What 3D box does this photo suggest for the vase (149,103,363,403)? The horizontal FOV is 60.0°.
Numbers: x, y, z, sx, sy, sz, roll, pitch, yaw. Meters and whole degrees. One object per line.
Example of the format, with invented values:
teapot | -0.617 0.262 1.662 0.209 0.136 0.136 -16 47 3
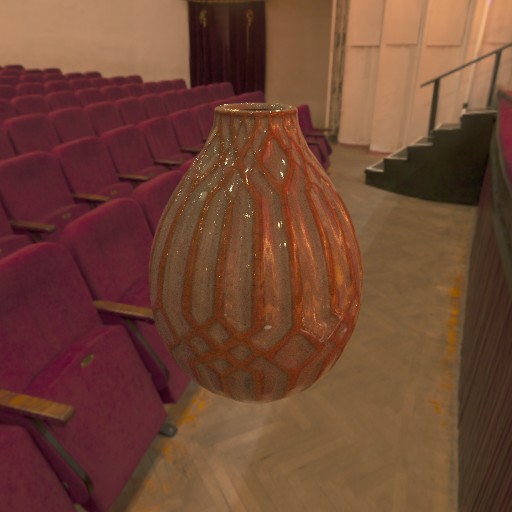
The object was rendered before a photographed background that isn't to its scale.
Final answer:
vase | 0.000 0.000 0.272 0.131 0.175 0.131 0 24 0
